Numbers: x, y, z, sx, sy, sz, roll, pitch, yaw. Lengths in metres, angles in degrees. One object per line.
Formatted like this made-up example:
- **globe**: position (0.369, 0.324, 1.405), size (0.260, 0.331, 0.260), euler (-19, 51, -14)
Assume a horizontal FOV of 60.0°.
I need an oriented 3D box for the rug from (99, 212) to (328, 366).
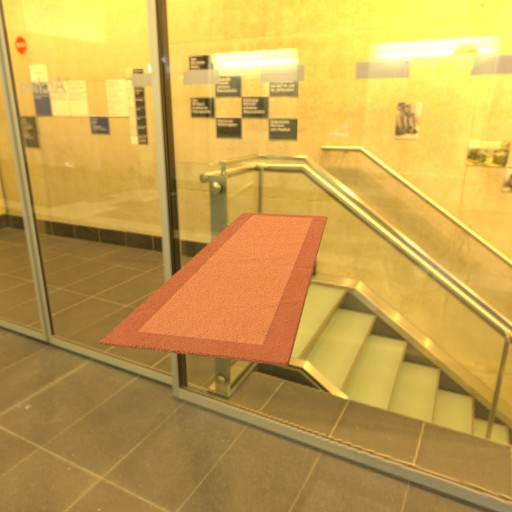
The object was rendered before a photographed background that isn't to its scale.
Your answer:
- **rug**: position (0.000, 0.000, 2.802), size (0.914, 0.013, 2.471), euler (3, 18, 8)
